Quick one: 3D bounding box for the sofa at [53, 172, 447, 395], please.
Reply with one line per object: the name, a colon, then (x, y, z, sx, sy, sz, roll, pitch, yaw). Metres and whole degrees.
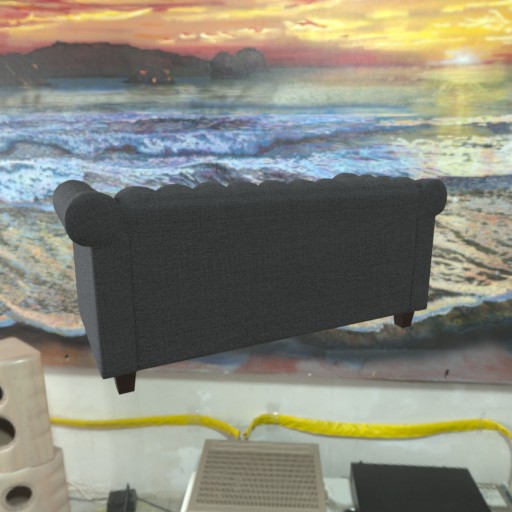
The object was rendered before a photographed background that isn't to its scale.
sofa: (0.000, 0.000, 2.249, 1.798, 0.797, 0.783, -7, 15, -26)
